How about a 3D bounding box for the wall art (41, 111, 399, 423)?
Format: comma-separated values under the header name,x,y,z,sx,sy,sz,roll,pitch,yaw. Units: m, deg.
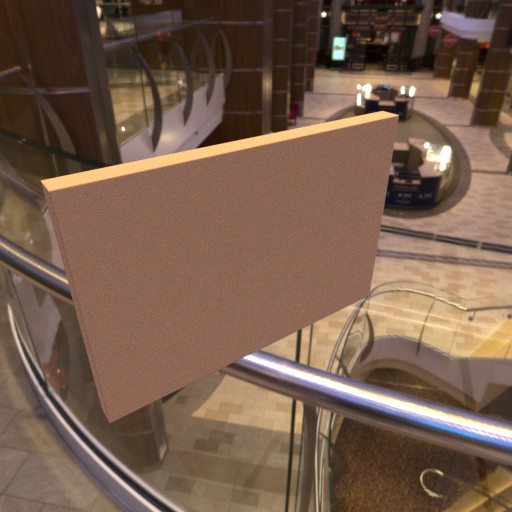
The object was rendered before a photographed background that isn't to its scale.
name,x,y,z,sx,sy,sz,roll,pitch,yaw
wall art,0.000,0.000,0.779,0.609,0.407,0.039,-20,37,-29
